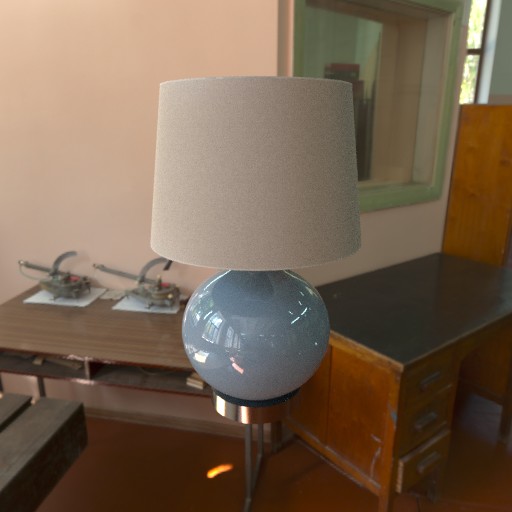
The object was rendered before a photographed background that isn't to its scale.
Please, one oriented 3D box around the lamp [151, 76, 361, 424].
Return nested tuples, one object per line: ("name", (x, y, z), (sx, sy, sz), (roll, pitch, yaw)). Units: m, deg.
("lamp", (0.000, 0.000, 0.537), (0.247, 0.387, 0.247), (0, 16, 0))
